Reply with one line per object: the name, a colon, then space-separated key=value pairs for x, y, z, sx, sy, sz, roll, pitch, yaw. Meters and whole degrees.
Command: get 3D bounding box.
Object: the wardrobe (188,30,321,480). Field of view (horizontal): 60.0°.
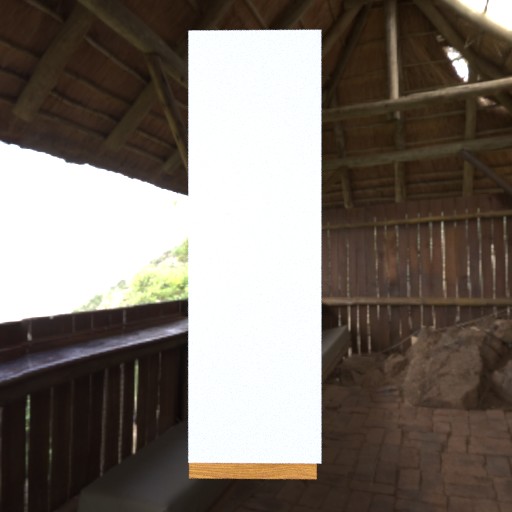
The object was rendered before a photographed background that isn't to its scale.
wardrobe: x=0.000 y=0.000 z=2.433 sx=0.600 sy=2.040 sz=0.860 roll=0 pitch=0 yaw=1
